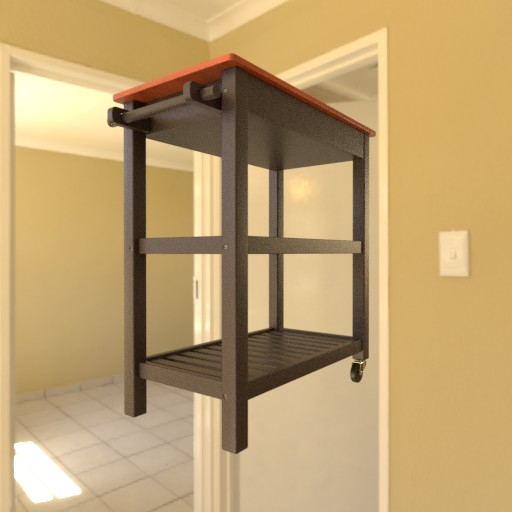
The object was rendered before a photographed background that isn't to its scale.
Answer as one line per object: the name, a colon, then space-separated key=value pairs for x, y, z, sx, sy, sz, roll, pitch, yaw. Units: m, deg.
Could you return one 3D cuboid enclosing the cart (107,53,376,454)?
cart: x=0.000 y=0.000 z=1.449 sx=0.457 sy=0.927 sz=0.899 roll=0 pitch=1 yaw=37
